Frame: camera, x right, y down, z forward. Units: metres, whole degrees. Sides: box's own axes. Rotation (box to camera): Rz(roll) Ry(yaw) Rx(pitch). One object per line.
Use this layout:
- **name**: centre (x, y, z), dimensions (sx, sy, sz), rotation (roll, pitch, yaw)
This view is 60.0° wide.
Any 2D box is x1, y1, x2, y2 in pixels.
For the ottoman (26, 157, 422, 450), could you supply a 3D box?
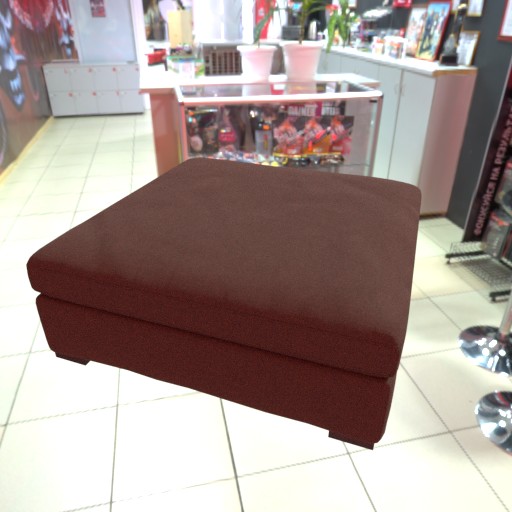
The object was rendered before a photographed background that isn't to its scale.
- **ottoman**: centre (0.000, 0.000, 1.779), dimensions (1.181, 0.470, 1.181), rotation (10, 31, 17)
